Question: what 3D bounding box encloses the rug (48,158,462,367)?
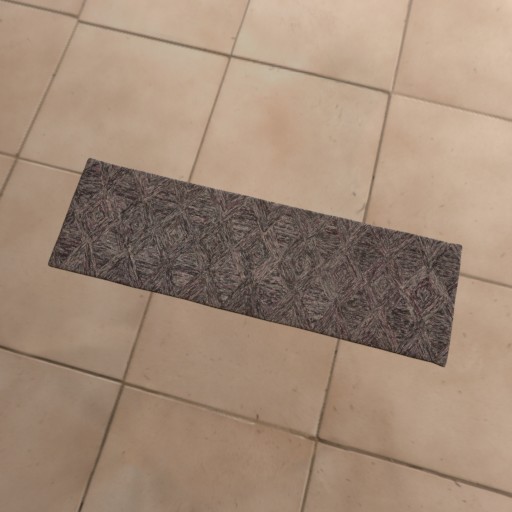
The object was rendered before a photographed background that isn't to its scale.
[{"bbox_3d":[0.000,0.000,2.561,2.305,0.013,0.719,14,76,4],"label":"rug"}]
